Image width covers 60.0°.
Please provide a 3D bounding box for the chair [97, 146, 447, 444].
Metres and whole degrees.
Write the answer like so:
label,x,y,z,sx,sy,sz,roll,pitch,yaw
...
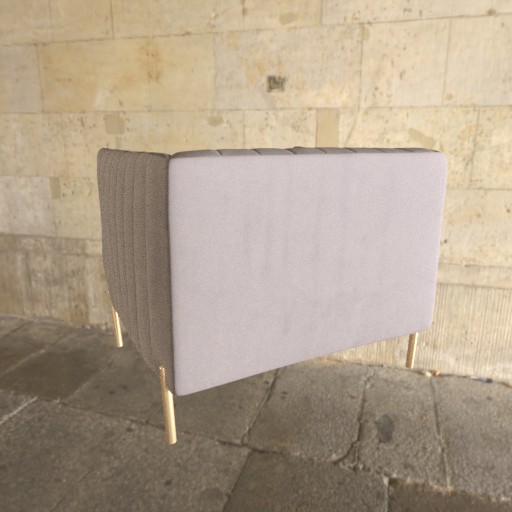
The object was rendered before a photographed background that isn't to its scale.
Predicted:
label,x,y,z,sx,sy,sz,roll,pitch,yaw
chair,0.000,0.000,1.616,0.981,0.779,0.873,-8,16,-27
